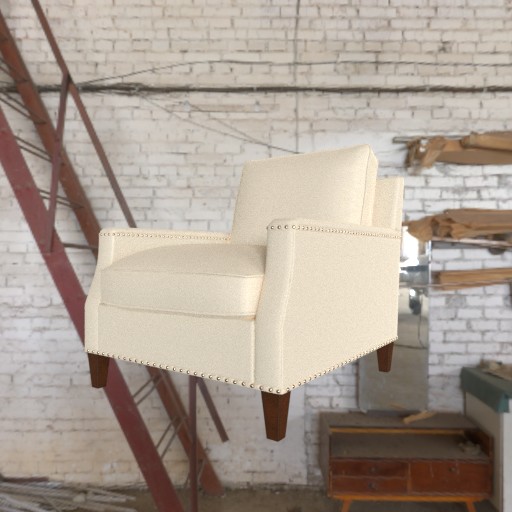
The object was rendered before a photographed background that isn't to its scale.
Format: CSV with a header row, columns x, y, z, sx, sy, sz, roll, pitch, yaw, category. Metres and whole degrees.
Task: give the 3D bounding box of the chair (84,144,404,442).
x,y,z,sx,sy,sz,roll,pitch,yaw,category
0.000,0.000,1.733,0.853,0.943,1.014,0,0,36,chair
